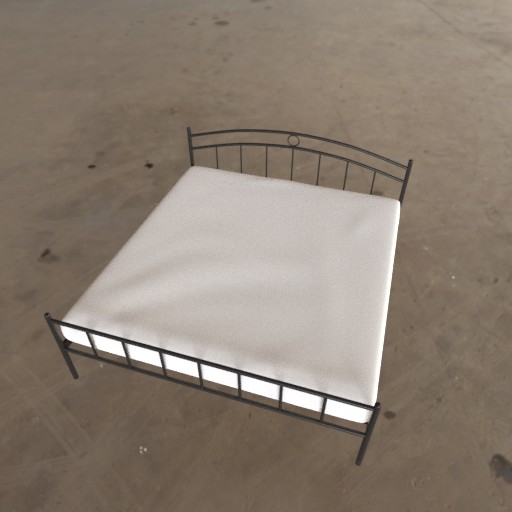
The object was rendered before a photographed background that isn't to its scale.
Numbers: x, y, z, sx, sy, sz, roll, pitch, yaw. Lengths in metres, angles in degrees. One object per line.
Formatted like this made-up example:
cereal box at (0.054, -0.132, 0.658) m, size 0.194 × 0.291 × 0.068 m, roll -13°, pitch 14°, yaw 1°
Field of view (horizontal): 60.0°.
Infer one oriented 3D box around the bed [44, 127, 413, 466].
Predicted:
bed at (0.000, 0.000, 3.119) m, size 1.880 × 0.940 × 2.040 m, roll 12°, pitch 43°, yaw 13°
